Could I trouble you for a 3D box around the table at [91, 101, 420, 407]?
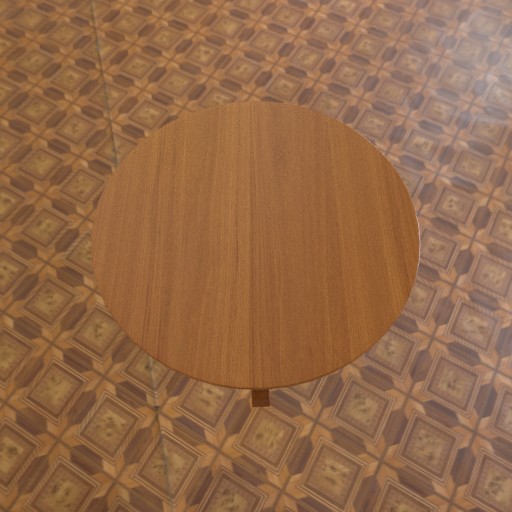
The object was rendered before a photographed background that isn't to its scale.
[{"bbox_3d":[0.000,0.000,1.612,1.029,0.490,1.029,0,64,0],"label":"table"}]
